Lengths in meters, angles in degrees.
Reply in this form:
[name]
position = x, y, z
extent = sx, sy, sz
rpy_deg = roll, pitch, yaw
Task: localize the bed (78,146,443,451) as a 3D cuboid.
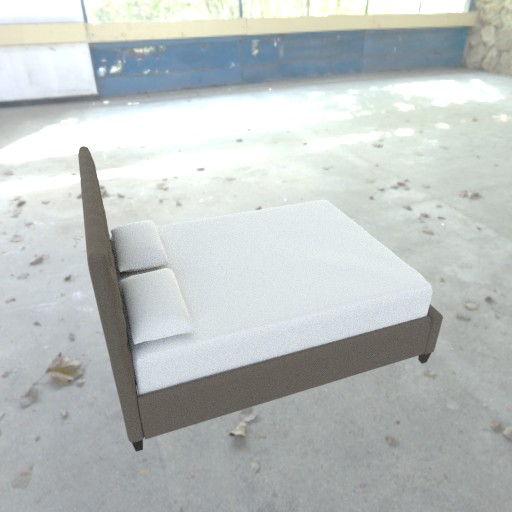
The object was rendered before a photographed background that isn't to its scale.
[bed]
position = 0.000, 0.000, 3.328
extent = 2.233, 1.426, 1.696
rpy_deg = -11, 33, -17
